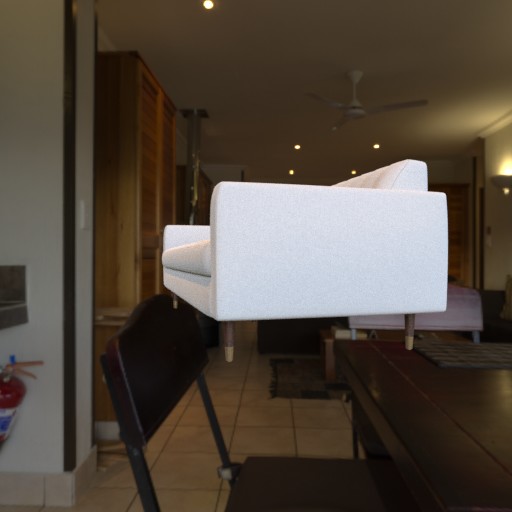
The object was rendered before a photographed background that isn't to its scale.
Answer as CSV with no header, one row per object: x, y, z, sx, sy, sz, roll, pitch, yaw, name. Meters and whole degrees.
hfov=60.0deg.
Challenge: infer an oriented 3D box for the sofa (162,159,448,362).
0.000,0.000,2.727,0.990,0.821,2.291,0,0,-16,sofa
